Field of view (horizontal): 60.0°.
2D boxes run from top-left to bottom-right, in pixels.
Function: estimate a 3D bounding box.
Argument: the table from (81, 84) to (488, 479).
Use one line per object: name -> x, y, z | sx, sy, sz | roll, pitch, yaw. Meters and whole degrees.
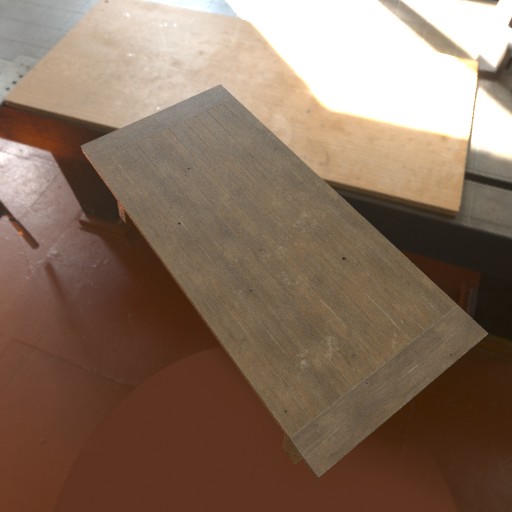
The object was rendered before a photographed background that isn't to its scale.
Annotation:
table -> 0.000, 0.000, 2.098 | 0.820, 0.465, 1.800 | -31, 62, -18
